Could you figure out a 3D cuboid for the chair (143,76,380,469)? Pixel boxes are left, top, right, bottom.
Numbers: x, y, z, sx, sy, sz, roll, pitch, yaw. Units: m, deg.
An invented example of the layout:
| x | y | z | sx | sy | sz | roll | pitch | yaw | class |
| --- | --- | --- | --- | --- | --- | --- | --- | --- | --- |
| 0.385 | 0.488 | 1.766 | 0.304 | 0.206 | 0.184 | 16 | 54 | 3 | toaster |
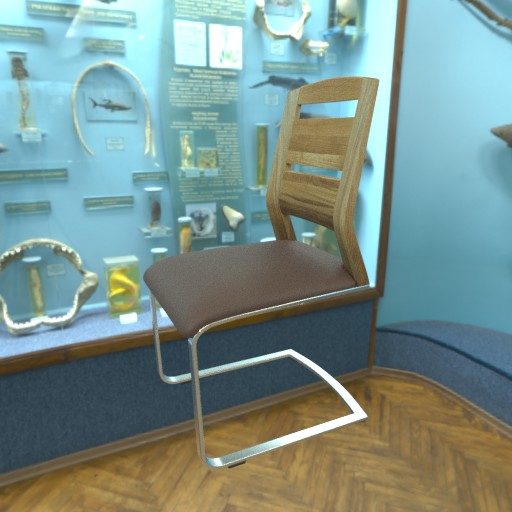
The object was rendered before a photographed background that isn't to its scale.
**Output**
| x | y | z | sx | sy | sz | roll | pitch | yaw | class |
| --- | --- | --- | --- | --- | --- | --- | --- | --- | --- |
| 0.000 | 0.000 | 1.266 | 0.570 | 0.970 | 0.460 | -7 | 18 | -24 | chair |
